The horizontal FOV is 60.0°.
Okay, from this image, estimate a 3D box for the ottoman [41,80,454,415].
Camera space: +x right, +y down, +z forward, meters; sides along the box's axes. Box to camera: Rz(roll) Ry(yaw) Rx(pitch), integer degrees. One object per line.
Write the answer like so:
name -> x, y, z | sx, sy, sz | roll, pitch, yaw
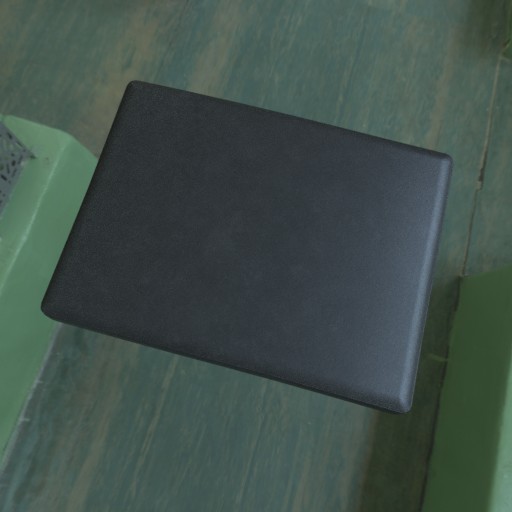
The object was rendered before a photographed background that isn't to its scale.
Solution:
ottoman -> 0.000, 0.000, 1.167 | 0.795, 0.498, 0.590 | 15, 76, 4
